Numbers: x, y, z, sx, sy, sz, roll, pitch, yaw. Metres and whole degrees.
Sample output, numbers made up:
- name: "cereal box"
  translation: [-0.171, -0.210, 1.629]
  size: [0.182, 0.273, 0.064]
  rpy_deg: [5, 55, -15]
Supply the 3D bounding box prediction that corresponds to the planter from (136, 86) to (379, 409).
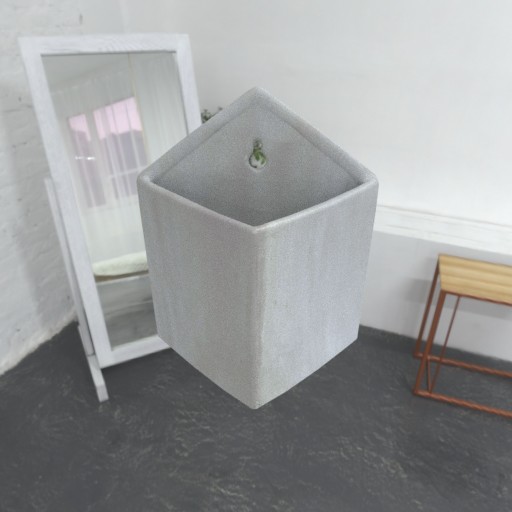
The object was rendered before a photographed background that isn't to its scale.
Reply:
- name: "planter"
  translation: [0.000, 0.000, 0.284]
  size: [0.163, 0.194, 0.080]
  rpy_deg: [1, 30, 1]
